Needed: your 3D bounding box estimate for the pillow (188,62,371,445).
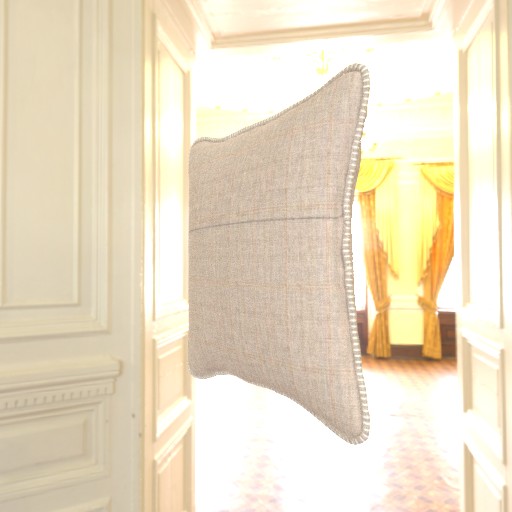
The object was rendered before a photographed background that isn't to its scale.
[{"bbox_3d":[0.000,0.000,0.747,0.124,0.494,0.485,1,-1,-36],"label":"pillow"}]
